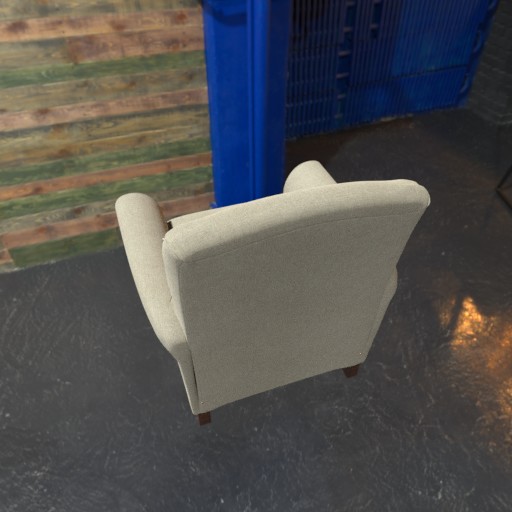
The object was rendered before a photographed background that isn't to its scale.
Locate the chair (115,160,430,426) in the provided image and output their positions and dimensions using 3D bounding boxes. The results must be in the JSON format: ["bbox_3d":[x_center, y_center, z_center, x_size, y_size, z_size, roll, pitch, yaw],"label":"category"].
[{"bbox_3d":[0.000,0.000,1.757,0.978,1.061,0.905,-13,43,-15],"label":"chair"}]
